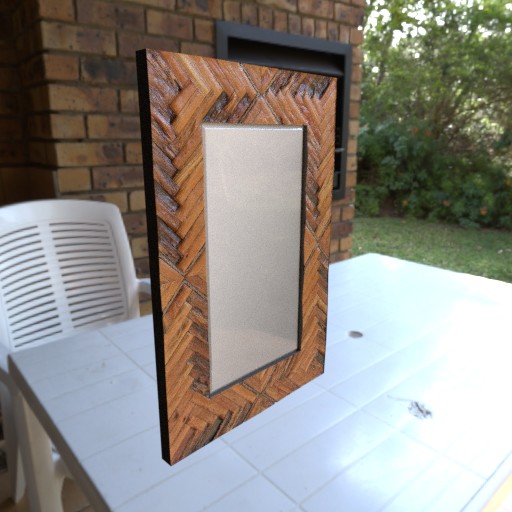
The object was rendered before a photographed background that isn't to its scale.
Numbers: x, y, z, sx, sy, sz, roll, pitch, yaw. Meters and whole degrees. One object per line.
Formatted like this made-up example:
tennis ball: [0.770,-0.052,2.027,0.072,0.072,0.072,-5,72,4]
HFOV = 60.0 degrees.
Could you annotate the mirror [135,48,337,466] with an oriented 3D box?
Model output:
mirror: [0.000,0.000,1.151,0.044,0.912,0.606,14,21,43]
